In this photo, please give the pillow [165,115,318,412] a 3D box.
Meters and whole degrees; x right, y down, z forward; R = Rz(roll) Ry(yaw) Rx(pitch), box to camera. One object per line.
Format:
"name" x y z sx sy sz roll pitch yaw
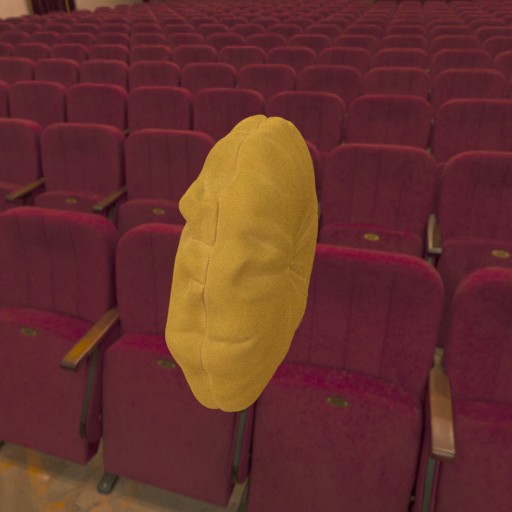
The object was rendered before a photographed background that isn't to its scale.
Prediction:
"pillow" 0.000 0.000 0.674 0.148 0.407 0.428 9 31 15
